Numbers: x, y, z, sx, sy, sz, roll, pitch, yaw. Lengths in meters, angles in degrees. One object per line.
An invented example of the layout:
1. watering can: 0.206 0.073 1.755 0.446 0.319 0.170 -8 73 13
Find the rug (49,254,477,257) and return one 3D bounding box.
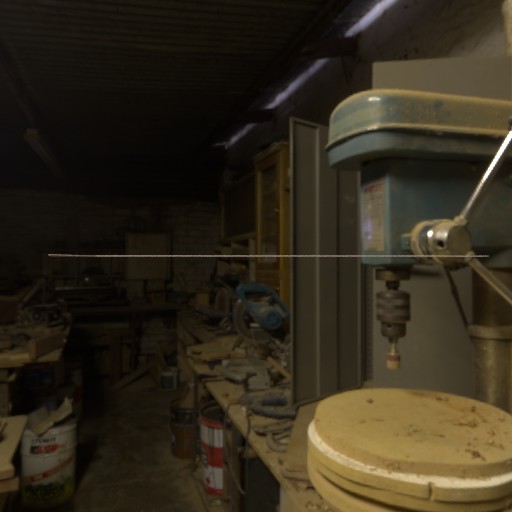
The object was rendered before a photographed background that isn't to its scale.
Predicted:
1. rug: 0.000 0.000 2.284 1.813 0.008 1.223 0 0 -18
